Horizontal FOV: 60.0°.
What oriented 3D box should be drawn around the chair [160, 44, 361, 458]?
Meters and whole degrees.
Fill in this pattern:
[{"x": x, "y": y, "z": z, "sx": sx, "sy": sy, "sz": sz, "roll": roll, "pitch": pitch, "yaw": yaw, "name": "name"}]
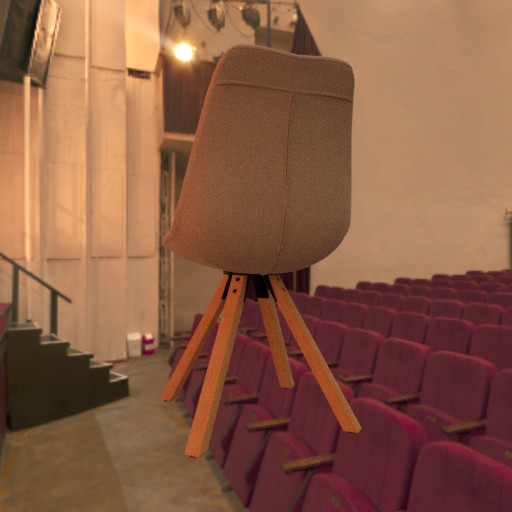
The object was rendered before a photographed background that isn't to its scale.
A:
[{"x": 0.000, "y": 0.000, "z": 1.181, "sx": 0.474, "sy": 0.863, "sz": 0.549, "roll": 0, "pitch": 0, "yaw": -19, "name": "chair"}]
